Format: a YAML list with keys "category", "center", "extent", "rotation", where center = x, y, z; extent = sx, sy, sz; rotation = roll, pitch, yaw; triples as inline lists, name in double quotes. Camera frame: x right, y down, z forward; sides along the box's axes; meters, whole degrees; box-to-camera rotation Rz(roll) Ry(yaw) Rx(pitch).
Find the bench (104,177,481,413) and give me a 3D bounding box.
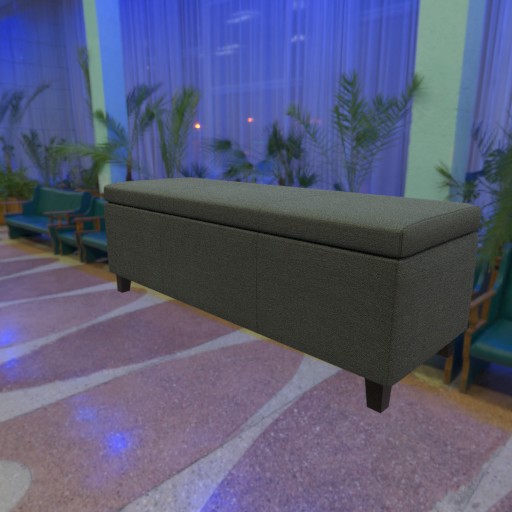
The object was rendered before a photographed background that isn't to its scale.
- category: "bench"
  center: [0.000, 0.000, 1.482]
  extent: [1.269, 0.438, 0.446]
  rotation: [14, 20, 43]
